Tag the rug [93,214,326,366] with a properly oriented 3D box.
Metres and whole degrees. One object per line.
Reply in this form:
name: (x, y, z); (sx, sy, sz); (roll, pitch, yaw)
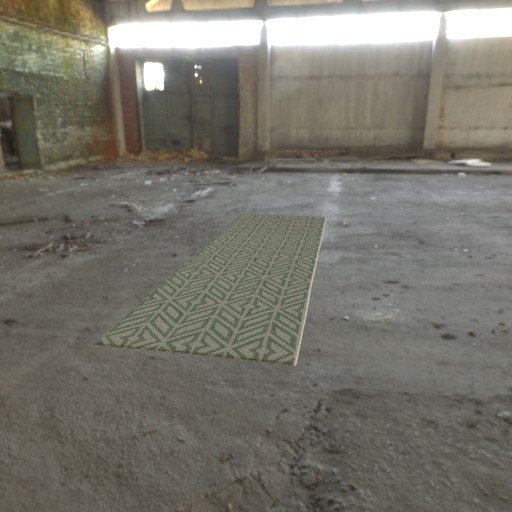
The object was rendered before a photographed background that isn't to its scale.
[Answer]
rug: (0.000, 0.000, 2.707); (0.750, 0.009, 2.435); (3, 17, 11)
